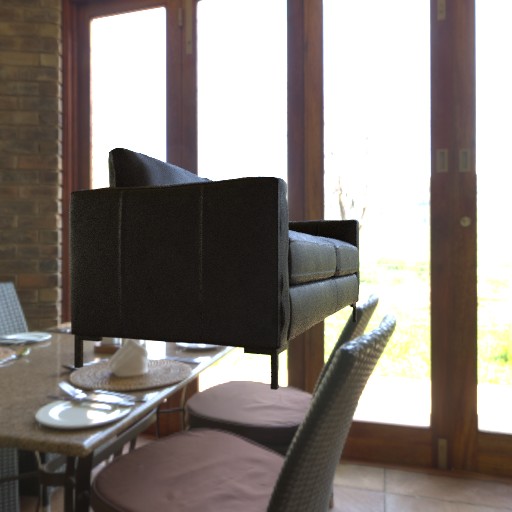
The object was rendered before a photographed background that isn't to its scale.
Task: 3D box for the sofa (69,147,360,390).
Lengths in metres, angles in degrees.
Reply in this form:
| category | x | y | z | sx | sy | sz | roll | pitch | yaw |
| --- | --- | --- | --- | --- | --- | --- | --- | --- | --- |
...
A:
| category | x | y | z | sx | sy | sz | roll | pitch | yaw |
| --- | --- | --- | --- | --- | --- | --- | --- | --- | --- |
| sofa | 0.000 | 0.000 | 2.364 | 0.947 | 0.883 | 1.805 | 0 | -1 | 19 |
